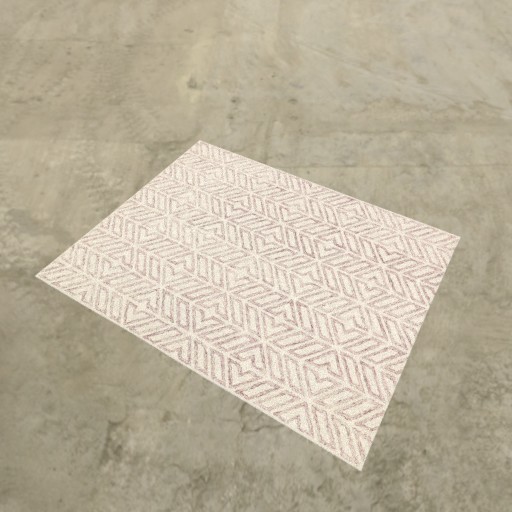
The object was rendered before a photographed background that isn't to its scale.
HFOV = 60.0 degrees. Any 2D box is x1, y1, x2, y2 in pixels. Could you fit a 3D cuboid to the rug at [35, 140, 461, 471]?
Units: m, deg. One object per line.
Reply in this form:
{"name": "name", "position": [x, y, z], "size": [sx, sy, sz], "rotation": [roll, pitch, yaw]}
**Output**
{"name": "rug", "position": [0.000, 0.000, 4.025], "size": [3.045, 0.008, 2.421], "rotation": [25, 53, 20]}
